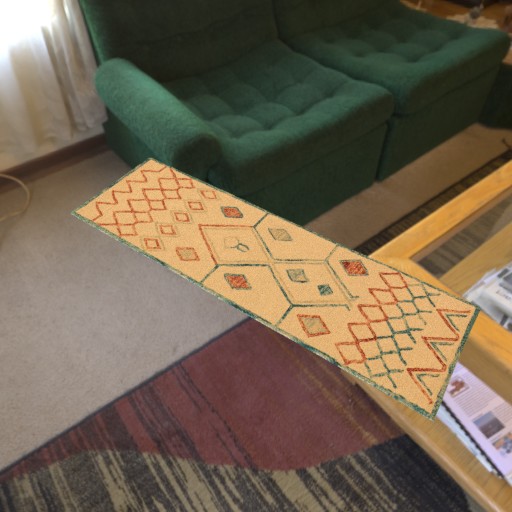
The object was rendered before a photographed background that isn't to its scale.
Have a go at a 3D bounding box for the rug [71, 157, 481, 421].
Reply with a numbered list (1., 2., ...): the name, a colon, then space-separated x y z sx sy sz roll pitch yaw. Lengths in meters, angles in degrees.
1. rug: 0.000 0.000 2.647 2.435 0.011 0.750 27 53 22
